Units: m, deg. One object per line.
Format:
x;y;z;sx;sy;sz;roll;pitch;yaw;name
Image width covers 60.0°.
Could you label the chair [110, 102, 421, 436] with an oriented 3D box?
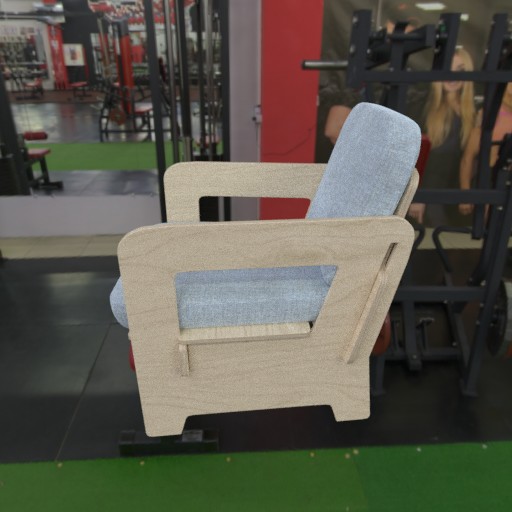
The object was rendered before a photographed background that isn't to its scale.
0.000;0.000;1.250;0.710;0.800;0.590;0;25;-1;chair
